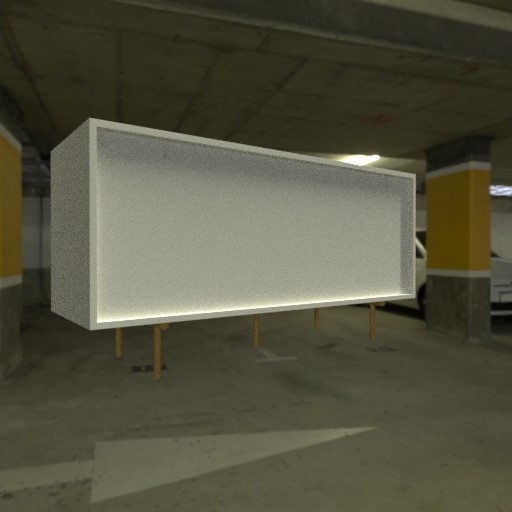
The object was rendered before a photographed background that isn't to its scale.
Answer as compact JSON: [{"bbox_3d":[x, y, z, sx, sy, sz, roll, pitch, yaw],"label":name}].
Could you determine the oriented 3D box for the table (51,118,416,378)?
[{"bbox_3d":[0.000,0.000,1.868,1.500,0.769,0.508,0,1,-36],"label":"table"}]
